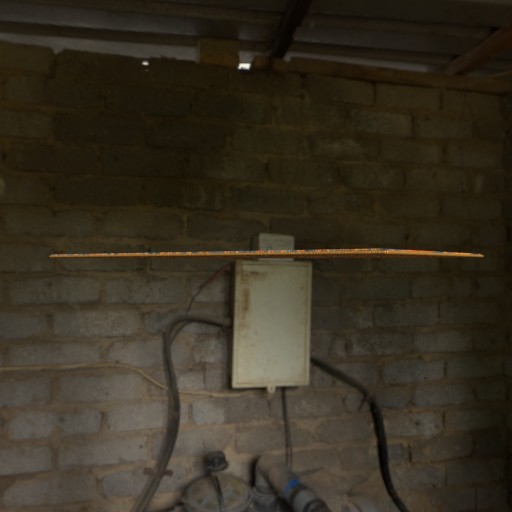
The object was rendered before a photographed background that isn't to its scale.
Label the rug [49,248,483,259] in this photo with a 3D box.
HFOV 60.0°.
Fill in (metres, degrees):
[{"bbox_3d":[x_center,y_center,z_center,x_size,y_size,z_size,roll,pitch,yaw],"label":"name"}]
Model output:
[{"bbox_3d":[0.000,0.000,1.044,0.863,0.008,0.557,-1,-1,38],"label":"rug"}]
